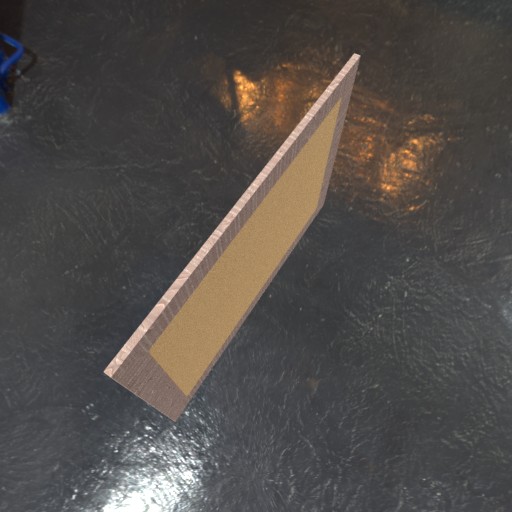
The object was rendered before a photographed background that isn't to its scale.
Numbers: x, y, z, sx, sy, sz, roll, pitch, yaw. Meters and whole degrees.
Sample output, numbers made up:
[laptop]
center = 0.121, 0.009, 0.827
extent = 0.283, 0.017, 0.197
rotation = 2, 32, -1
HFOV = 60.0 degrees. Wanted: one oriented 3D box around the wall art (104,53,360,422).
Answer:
[wall art]
center = 0.000, 0.000, 1.388
extent = 0.020, 0.761, 1.056
rotation = 30, 67, 14
